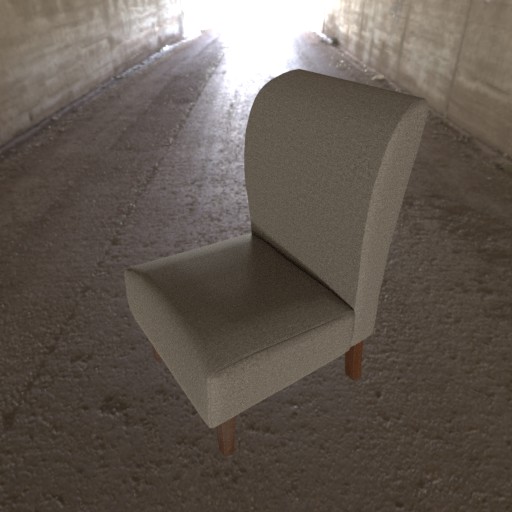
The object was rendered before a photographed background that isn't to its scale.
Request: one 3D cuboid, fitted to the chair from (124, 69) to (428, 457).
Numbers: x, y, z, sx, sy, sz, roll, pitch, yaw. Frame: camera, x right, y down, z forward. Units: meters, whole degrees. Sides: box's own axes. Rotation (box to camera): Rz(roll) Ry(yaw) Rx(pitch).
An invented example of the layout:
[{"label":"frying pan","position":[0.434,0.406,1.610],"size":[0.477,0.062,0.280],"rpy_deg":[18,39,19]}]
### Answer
[{"label":"chair","position":[0.000,0.000,1.155],"size":[0.592,0.804,0.513],"rpy_deg":[-21,38,-29]}]
